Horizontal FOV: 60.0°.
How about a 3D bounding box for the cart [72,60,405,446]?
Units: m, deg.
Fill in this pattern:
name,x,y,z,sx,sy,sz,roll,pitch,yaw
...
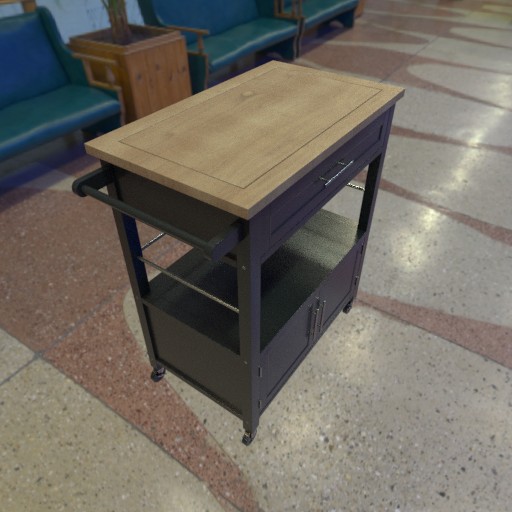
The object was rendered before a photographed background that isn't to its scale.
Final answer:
name,x,y,z,sx,sy,sz,roll,pitch,yaw
cart,0.000,0.000,1.395,0.459,0.901,0.840,24,46,26
